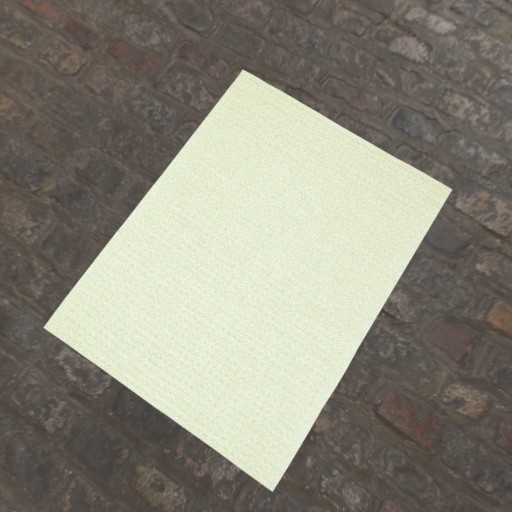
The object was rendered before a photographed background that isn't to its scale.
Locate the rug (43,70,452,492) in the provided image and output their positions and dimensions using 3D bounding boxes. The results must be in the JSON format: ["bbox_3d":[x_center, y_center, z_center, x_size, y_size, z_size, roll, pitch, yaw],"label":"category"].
[{"bbox_3d":[0.000,0.000,4.130,2.452,0.016,3.204,33,78,8],"label":"rug"}]
